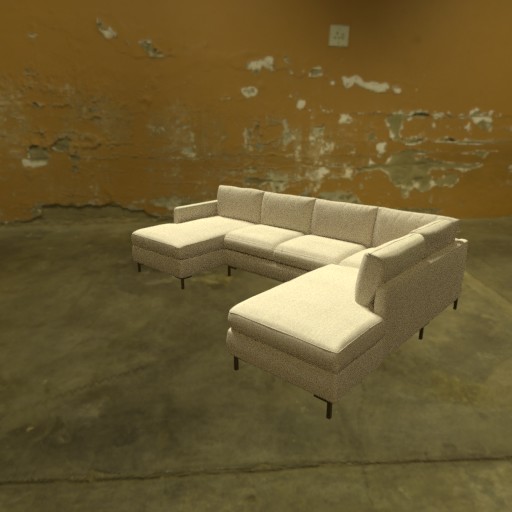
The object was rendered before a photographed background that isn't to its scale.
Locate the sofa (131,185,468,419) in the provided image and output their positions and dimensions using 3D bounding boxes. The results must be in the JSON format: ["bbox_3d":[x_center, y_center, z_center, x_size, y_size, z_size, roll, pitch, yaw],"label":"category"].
[{"bbox_3d":[0.000,0.000,3.611,2.737,0.756,1.879,15,23,40],"label":"sofa"}]
